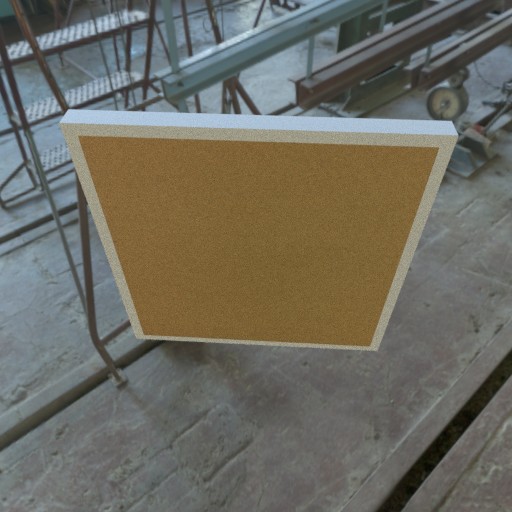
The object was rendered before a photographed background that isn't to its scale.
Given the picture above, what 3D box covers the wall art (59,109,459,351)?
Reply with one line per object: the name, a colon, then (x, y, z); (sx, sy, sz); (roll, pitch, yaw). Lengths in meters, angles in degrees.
wall art: (0.000, 0.000, 0.759); (0.508, 0.507, 0.035); (2, 47, 2)
